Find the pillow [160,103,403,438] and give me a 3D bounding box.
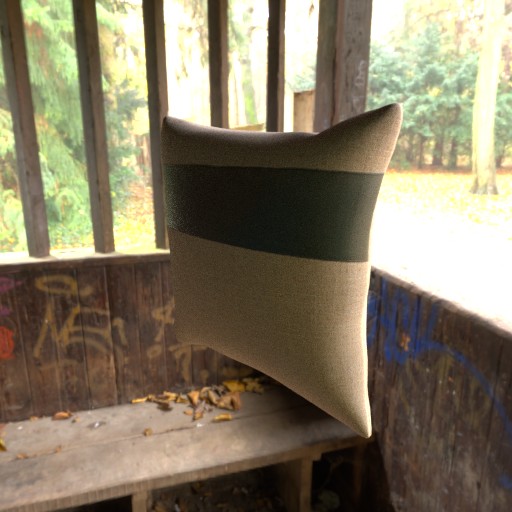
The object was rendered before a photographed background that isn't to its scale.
[{"bbox_3d":[0.000,0.000,0.639,0.414,0.399,0.173,14,21,42],"label":"pillow"}]
